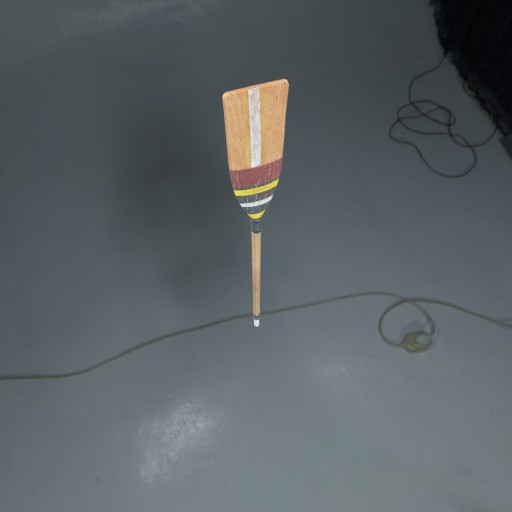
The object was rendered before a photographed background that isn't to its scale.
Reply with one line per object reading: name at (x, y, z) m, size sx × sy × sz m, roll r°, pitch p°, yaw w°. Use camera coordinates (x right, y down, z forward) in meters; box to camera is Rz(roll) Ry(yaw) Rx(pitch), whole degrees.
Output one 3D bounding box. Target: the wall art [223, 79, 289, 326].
wall art at (0.000, 0.000, 1.631) m, size 0.146 × 1.556 × 0.038 m, roll -15°, pitch 64°, yaw -8°
